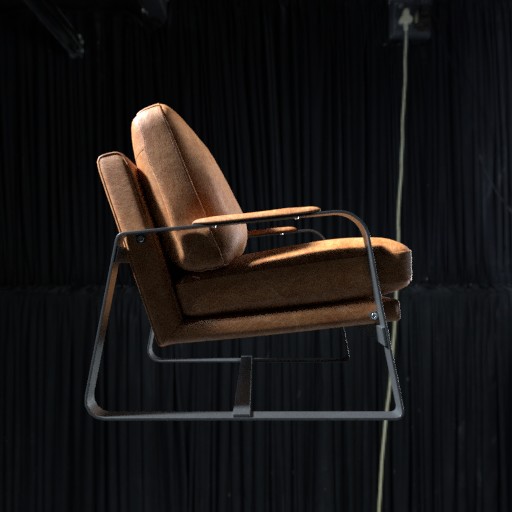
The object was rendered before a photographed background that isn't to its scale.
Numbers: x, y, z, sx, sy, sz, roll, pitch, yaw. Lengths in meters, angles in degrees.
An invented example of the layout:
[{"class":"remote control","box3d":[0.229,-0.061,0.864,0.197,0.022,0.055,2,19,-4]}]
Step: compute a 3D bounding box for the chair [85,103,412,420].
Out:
[{"class":"chair","box3d":[0.000,0.000,1.363,0.801,0.777,0.651,0,-1,0]}]
